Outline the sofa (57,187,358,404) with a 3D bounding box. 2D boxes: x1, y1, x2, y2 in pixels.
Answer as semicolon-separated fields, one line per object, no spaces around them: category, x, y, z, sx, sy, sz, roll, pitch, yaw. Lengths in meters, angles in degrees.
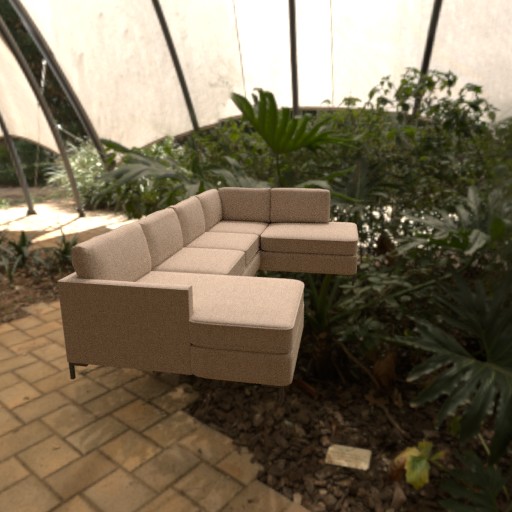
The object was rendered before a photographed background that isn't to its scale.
sofa;0.000;0.000;4.367;2.021;0.996;3.423;3;16;10
